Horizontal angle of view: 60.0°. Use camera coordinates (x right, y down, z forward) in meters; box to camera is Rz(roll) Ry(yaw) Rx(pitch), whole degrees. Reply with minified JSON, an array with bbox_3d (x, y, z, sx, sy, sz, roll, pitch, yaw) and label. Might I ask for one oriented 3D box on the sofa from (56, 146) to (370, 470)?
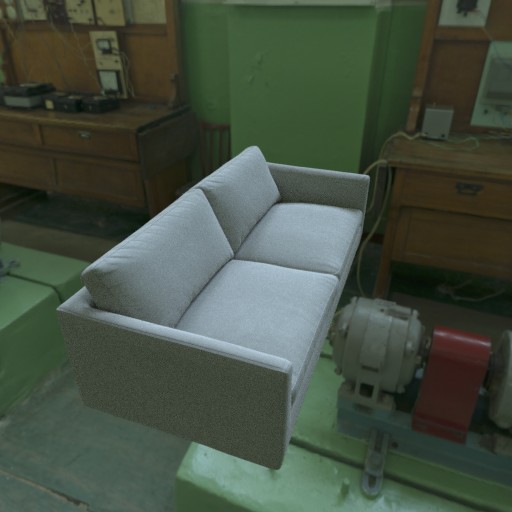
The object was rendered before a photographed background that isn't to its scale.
[{"bbox_3d":[0.000,0.000,2.810,1.090,0.838,2.588,11,32,17],"label":"sofa"}]
